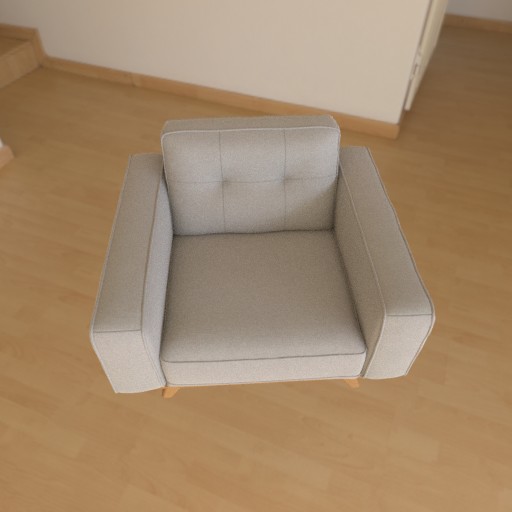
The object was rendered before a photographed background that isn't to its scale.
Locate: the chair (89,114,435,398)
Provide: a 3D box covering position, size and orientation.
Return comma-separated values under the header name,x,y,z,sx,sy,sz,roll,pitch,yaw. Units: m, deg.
name,x,y,z,sx,sy,sz,roll,pitch,yaw
chair,0.000,0.000,1.793,1.115,0.779,0.953,-2,47,-2
